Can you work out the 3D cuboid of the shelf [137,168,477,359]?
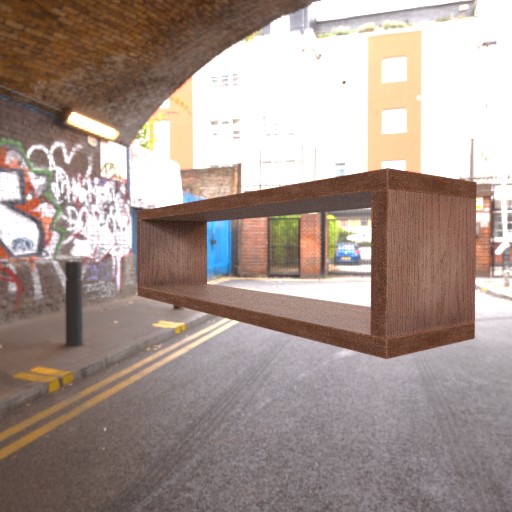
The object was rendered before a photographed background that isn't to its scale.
[{"bbox_3d":[0.000,0.000,0.685,0.150,0.170,0.610,-1,2,-36],"label":"shelf"}]
